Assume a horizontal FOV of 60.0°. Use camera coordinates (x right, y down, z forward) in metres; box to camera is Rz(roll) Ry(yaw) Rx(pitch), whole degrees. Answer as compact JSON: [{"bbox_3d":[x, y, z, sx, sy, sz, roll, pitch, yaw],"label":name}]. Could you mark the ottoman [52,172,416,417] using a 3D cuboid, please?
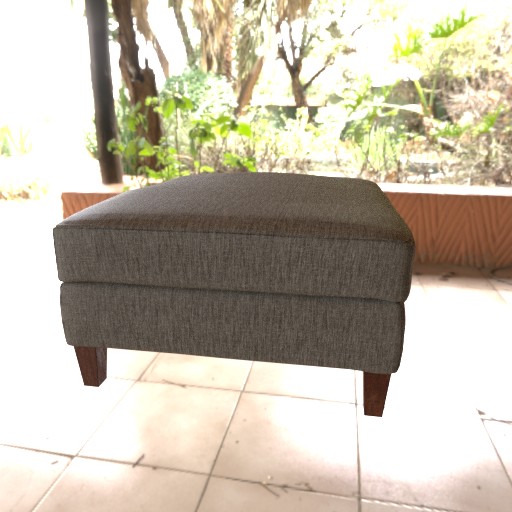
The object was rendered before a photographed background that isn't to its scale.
[{"bbox_3d":[0.000,0.000,1.468,0.839,0.492,0.994,3,17,9],"label":"ottoman"}]
